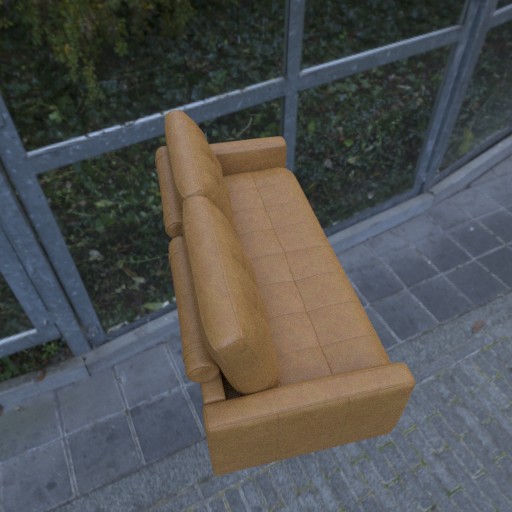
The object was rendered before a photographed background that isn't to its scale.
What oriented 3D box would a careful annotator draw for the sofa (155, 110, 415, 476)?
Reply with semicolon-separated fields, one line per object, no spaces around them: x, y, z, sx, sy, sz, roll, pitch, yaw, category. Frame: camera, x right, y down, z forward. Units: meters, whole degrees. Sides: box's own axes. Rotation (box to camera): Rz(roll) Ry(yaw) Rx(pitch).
0.000;0.000;2.247;0.850;0.898;1.821;-10;46;-9;sofa
